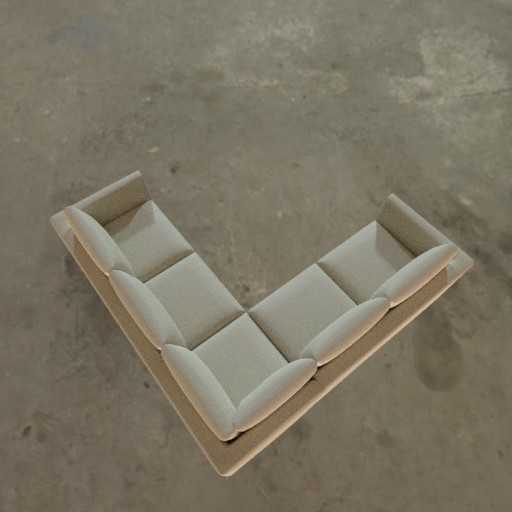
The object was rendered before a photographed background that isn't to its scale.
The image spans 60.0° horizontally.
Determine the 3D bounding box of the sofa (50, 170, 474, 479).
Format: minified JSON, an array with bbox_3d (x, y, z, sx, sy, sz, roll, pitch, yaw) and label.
[{"bbox_3d":[0.000,0.000,3.739,2.430,0.867,2.448,-34,64,-19],"label":"sofa"}]
